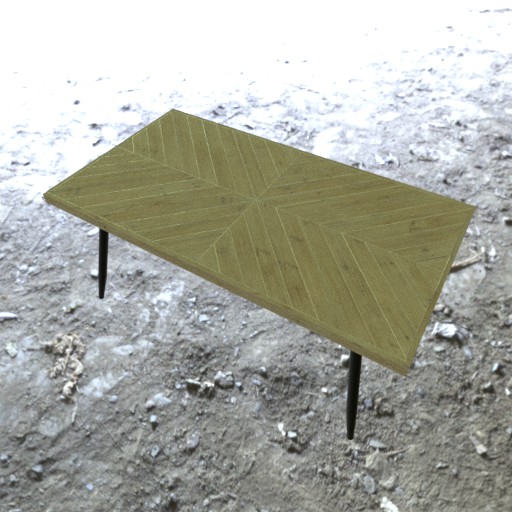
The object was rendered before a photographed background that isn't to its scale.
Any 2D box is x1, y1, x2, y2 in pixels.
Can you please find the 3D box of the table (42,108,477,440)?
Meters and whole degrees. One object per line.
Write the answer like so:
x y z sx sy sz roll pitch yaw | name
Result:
0.000 0.000 2.373 1.803 0.762 0.991 24 50 21 | table
